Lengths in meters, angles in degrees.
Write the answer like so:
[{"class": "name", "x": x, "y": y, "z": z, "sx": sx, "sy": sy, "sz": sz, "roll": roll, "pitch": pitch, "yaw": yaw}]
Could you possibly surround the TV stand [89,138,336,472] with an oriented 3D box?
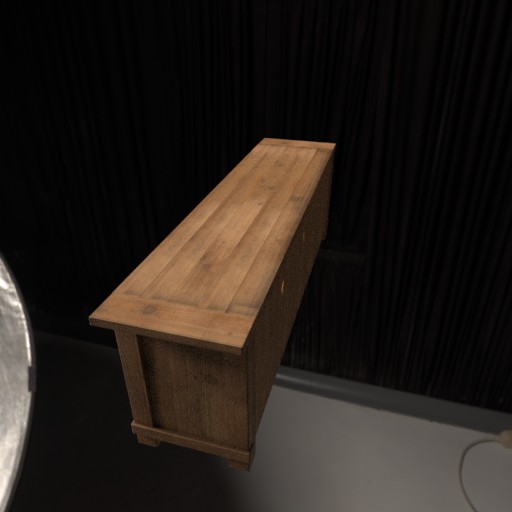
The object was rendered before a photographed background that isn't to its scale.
[{"class": "TV stand", "x": 0.000, "y": 0.000, "z": 2.028, "sx": 0.453, "sy": 0.573, "sz": 1.804, "roll": 8, "pitch": 31, "yaw": 14}]
